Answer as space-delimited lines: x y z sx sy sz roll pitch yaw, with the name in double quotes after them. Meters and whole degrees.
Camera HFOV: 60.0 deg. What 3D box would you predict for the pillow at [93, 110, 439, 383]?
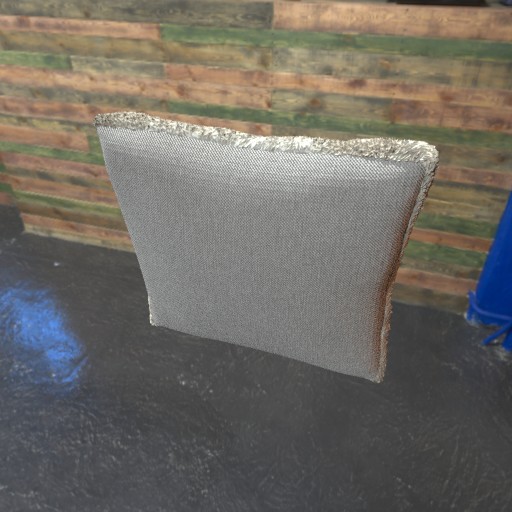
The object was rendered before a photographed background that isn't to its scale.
0.000 0.000 0.806 0.529 0.515 0.218 11 35 16 "pillow"
